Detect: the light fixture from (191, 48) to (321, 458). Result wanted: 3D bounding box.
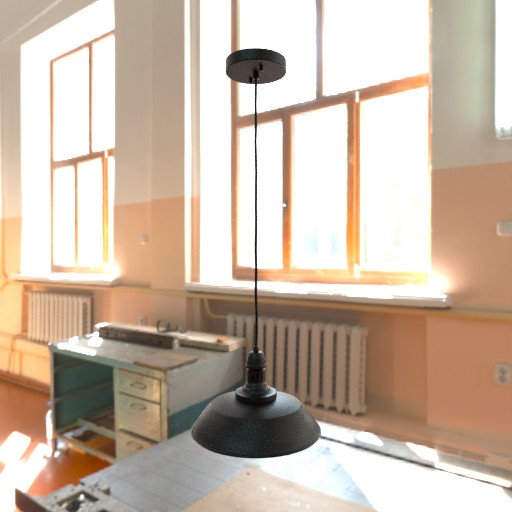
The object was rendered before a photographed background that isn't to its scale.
[{"bbox_3d":[0.000,0.000,1.136,0.331,0.993,0.331,0,0,-19],"label":"light fixture"}]
